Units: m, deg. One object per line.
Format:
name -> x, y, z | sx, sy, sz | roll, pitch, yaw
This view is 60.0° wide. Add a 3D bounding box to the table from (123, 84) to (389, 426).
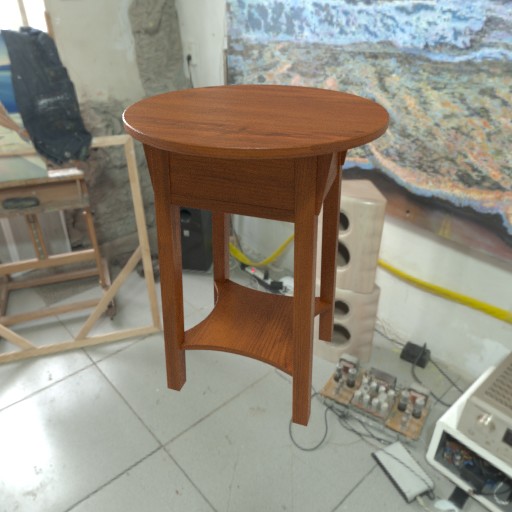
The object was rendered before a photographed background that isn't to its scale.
table -> 0.000, 0.000, 0.940 | 0.457, 0.610, 0.457 | 0, 31, 0
